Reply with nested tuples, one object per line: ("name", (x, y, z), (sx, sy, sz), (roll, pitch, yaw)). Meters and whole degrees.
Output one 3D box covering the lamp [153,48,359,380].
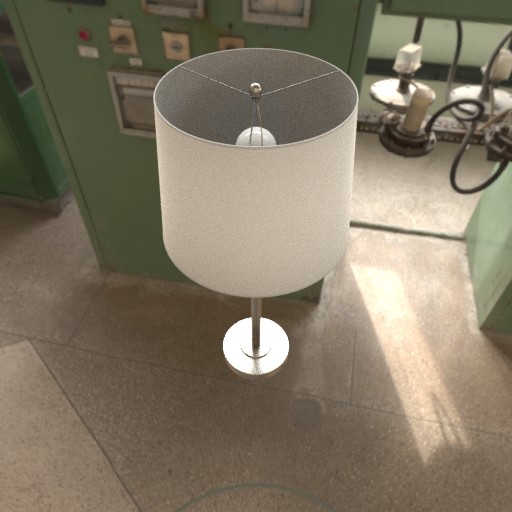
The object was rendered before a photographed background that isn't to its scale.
("lamp", (0.000, 0.000, 0.862), (0.333, 0.696, 0.333), (0, 47, 0))
